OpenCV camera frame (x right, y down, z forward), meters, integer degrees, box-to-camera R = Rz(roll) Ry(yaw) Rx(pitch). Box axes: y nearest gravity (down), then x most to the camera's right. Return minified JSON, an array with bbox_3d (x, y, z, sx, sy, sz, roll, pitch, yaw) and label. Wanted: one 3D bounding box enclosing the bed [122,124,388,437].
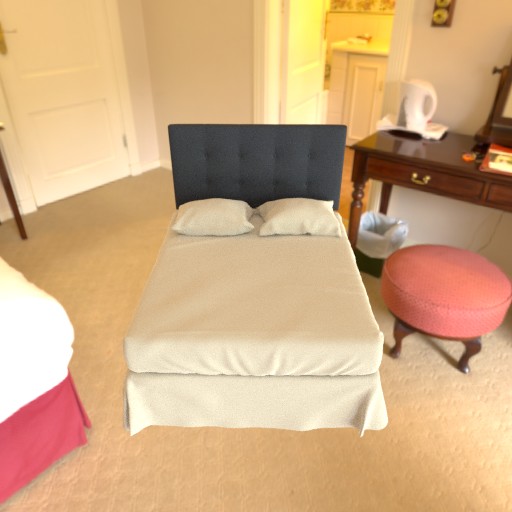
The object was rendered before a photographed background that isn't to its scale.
[{"bbox_3d":[0.000,0.000,3.565,1.936,1.577,2.222,0,31,1],"label":"bed"}]
